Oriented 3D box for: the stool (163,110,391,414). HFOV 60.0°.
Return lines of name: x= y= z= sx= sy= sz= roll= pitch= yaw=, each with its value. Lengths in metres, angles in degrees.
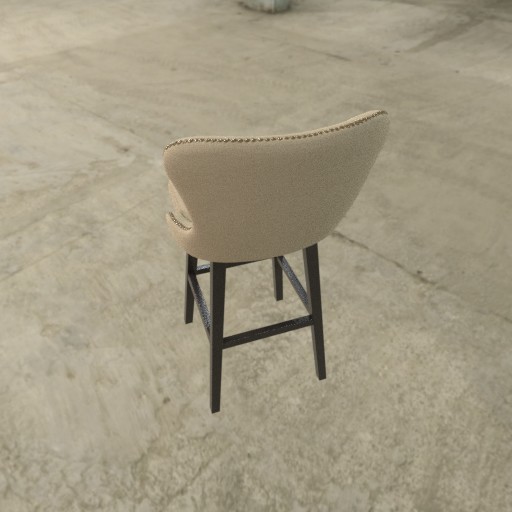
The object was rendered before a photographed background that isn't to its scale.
stool: x=0.000 y=0.000 z=1.406 sx=0.528 sy=1.066 sz=0.605 roll=-12 pitch=41 yaw=-15
